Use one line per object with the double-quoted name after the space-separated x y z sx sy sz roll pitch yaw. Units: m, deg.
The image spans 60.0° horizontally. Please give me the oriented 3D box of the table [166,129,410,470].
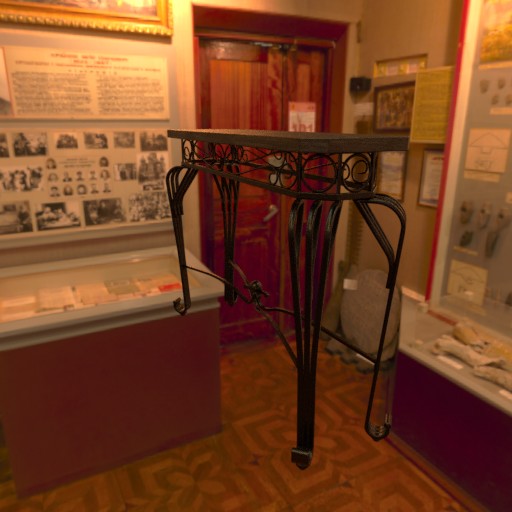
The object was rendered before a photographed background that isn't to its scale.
0.000 0.000 1.485 0.329 0.800 1.112 -8 19 -25 "table"
